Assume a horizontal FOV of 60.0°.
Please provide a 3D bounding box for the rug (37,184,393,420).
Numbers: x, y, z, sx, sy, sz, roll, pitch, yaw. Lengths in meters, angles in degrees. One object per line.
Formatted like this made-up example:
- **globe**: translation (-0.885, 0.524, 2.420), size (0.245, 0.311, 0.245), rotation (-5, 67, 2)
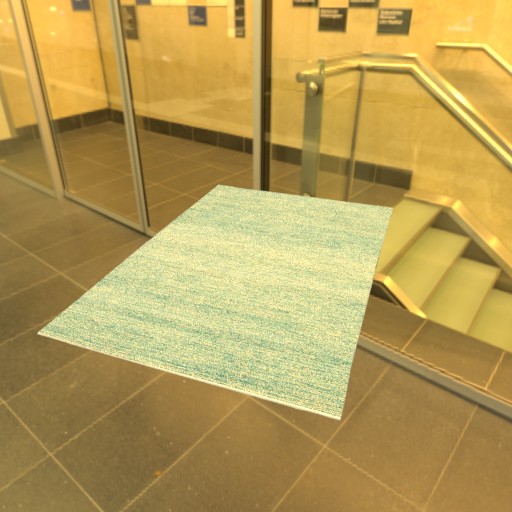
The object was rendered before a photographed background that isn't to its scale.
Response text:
- **rug**: translation (0.000, 0.000, 3.001), size (1.593, 0.029, 2.305), rotation (10, 32, 18)
